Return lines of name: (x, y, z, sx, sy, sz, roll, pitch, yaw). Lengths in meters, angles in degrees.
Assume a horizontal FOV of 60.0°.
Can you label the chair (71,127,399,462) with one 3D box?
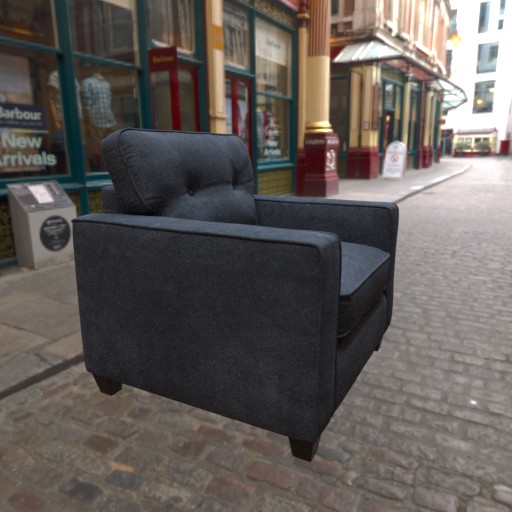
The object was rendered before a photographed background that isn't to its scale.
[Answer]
chair: (0.000, 0.000, 1.759, 0.939, 0.965, 1.015, 7, 15, 27)
